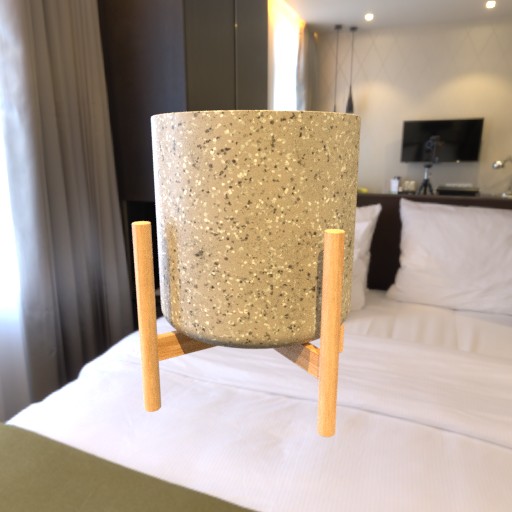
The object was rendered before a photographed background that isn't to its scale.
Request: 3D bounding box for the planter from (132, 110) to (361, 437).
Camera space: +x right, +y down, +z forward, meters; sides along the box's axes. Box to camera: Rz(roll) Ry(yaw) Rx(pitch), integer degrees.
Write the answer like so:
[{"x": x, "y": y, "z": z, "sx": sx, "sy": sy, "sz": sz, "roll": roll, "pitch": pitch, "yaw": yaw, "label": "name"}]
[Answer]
[{"x": 0.000, "y": 0.000, "z": 0.706, "sx": 0.360, "sy": 0.419, "sz": 0.360, "roll": -2, "pitch": 14, "yaw": -9, "label": "planter"}]
